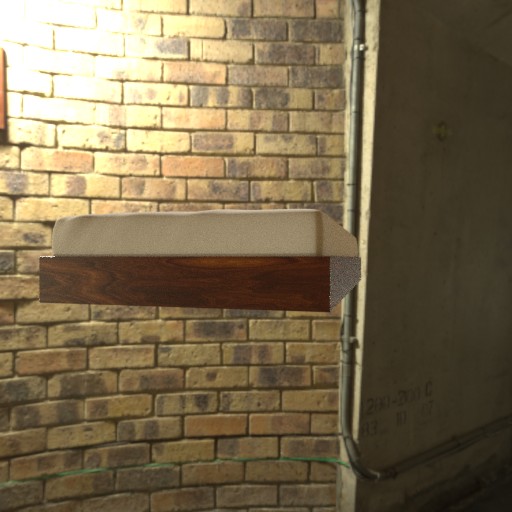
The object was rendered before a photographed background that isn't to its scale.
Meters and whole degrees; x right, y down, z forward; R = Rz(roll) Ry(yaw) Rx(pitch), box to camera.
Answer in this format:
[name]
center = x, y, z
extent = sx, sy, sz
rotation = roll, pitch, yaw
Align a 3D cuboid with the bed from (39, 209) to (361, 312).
[bed]
center = 0.000, 0.000, 2.211
extent = 0.940, 0.312, 1.860
rotation = 0, 0, 16
